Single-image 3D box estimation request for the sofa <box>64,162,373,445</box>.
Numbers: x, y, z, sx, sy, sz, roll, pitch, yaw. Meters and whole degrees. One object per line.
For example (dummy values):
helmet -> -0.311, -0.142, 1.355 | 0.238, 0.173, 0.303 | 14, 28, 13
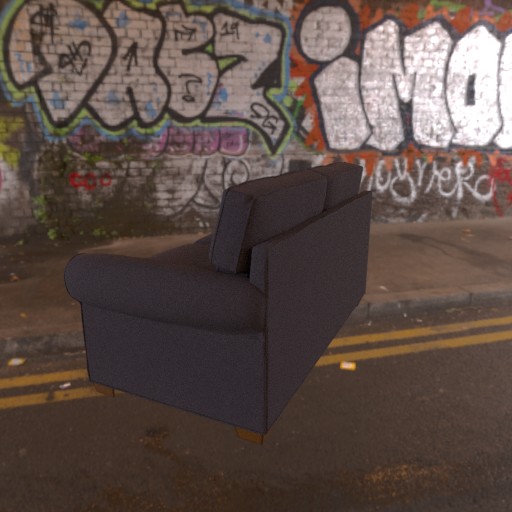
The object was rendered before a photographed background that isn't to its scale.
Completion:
sofa -> 0.000, 0.000, 2.588 | 0.951, 1.031, 2.009 | 7, 17, 25
